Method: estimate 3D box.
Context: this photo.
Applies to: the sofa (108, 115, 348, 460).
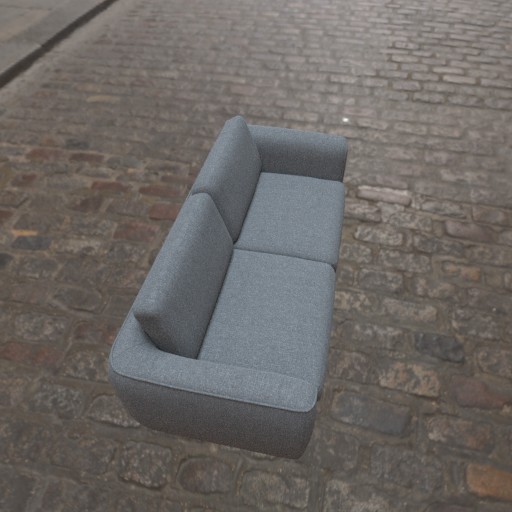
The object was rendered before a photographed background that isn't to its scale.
[{"bbox_3d":[0.000,0.000,2.478,0.920,0.870,2.000,9,47,8],"label":"sofa"}]
